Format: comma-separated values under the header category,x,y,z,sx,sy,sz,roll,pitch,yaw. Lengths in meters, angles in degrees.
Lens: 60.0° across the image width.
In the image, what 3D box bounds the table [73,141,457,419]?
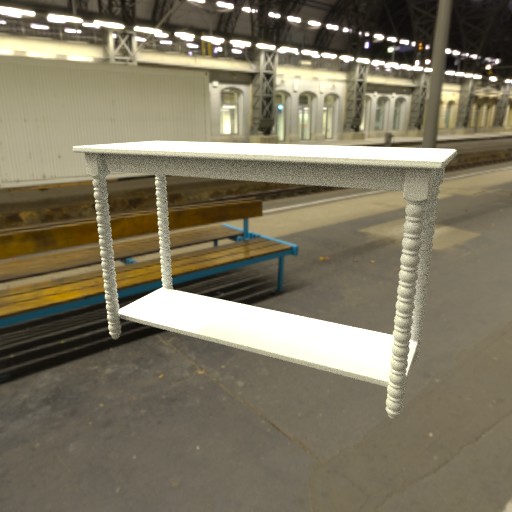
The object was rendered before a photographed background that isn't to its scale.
category,x,y,z,sx,sy,sz,roll,pitch,yaw
table,0.000,0.000,1.556,1.184,0.740,0.459,9,19,26
